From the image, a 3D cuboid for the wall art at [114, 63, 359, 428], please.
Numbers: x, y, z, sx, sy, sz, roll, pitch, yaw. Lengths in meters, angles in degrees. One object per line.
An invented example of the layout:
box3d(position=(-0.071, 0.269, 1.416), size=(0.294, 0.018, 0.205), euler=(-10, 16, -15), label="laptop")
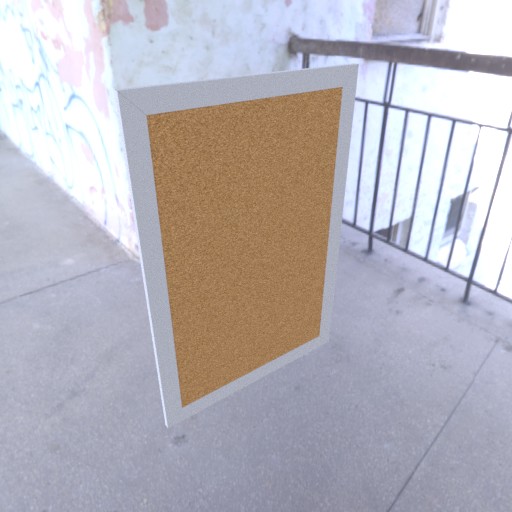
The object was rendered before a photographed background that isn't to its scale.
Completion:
box3d(position=(0.000, 0.000, 0.861), size=(0.454, 0.659, 0.011), euler=(-20, 36, -30), label="wall art")
